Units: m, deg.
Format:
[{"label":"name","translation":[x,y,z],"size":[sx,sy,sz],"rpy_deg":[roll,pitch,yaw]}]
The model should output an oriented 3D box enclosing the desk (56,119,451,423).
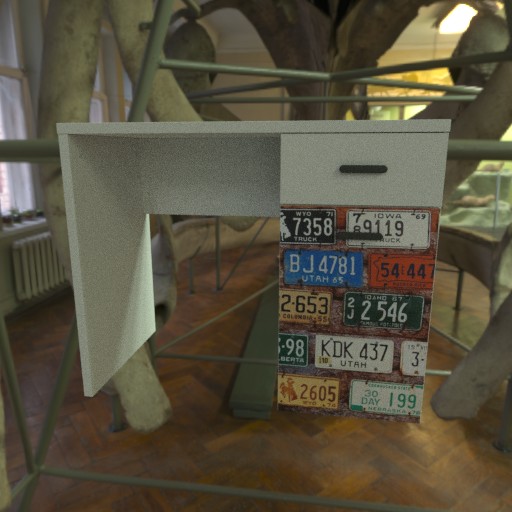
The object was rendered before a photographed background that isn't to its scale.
[{"label":"desk","translation":[0.000,0.000,1.299],"size":[0.898,0.730,0.482],"rpy_deg":[2,14,9]}]
